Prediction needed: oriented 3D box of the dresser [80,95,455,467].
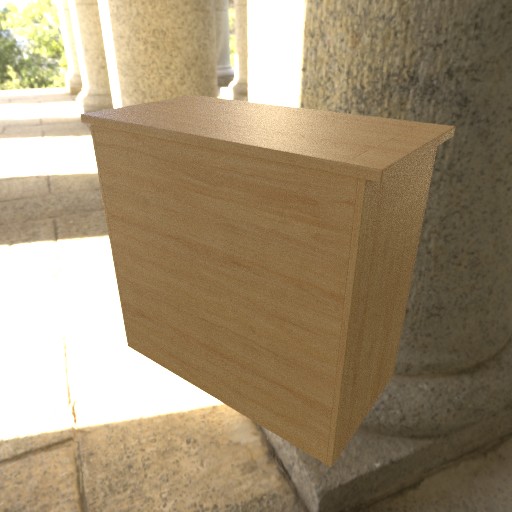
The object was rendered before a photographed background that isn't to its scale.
[{"bbox_3d":[0.000,0.000,1.220,0.800,0.730,0.410,19,33,32],"label":"dresser"}]
